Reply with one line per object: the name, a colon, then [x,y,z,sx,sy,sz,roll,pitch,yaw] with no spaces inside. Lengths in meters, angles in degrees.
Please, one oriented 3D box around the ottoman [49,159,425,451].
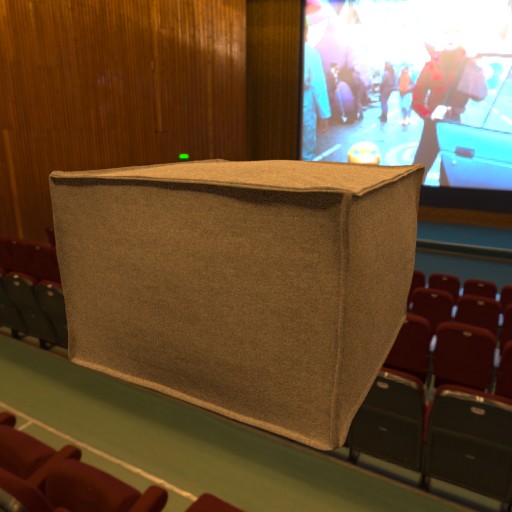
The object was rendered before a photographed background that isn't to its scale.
ottoman: [0.000,0.000,1.126,0.707,0.470,0.696,9,18,27]
